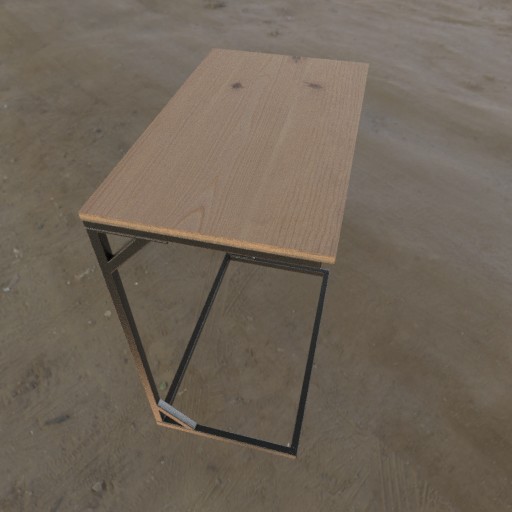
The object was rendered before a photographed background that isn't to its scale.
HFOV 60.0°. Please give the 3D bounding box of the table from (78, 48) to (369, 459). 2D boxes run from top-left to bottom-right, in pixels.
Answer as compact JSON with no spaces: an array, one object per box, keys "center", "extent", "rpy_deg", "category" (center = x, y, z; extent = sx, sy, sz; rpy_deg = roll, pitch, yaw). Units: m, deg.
[{"center":[0.000,0.000,1.015],"extent":[0.351,0.673,0.597],"rpy_deg":[10,46,10],"category":"table"}]
